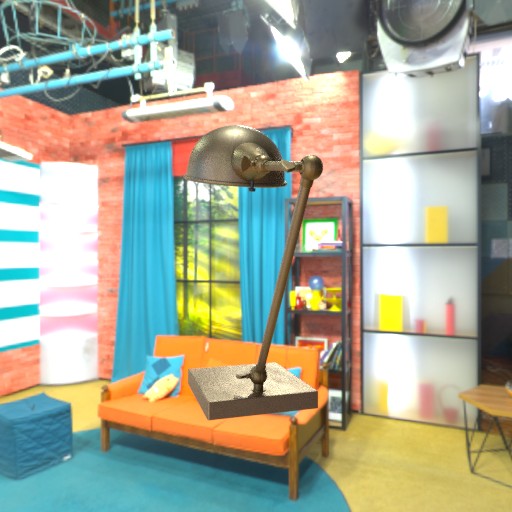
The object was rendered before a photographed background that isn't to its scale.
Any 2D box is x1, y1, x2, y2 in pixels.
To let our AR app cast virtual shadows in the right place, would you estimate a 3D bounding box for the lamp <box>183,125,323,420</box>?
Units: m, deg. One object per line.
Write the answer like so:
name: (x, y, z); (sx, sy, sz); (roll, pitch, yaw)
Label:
lamp: (0.000, 0.000, 0.545); (0.149, 0.371, 0.339); (0, 0, -17)
